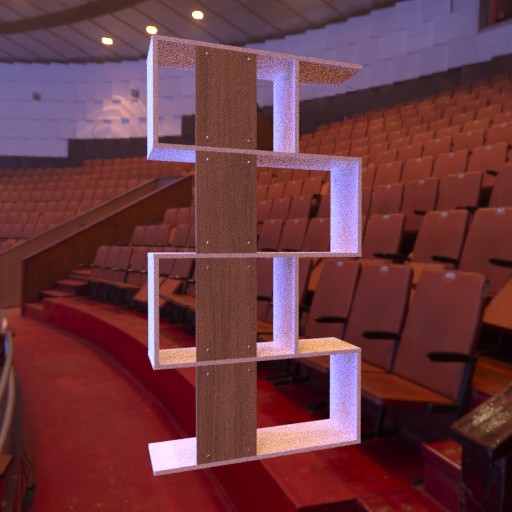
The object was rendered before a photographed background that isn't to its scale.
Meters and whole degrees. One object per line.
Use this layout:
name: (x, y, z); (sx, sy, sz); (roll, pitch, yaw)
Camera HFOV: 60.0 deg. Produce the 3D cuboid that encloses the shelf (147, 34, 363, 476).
shelf: (0.000, 0.000, 1.912); (0.890, 1.650, 0.250); (0, 1, -18)
